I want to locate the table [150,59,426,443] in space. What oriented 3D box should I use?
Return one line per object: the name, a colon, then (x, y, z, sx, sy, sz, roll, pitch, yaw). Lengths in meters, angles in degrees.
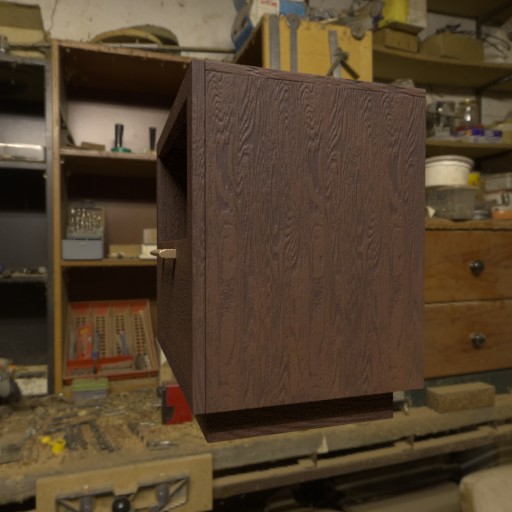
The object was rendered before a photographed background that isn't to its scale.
table: (0.000, 0.000, 0.971, 0.439, 0.585, 0.560, 0, 1, -18)
